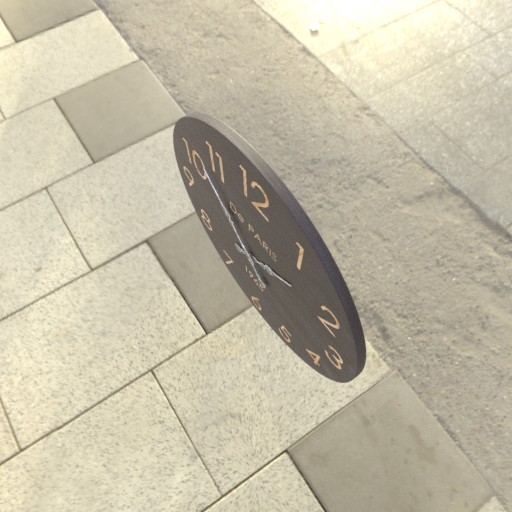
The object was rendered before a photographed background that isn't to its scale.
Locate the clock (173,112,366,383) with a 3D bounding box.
[{"bbox_3d":[0.000,0.000,0.892,0.029,0.595,0.595,-33,68,-15],"label":"clock"}]
